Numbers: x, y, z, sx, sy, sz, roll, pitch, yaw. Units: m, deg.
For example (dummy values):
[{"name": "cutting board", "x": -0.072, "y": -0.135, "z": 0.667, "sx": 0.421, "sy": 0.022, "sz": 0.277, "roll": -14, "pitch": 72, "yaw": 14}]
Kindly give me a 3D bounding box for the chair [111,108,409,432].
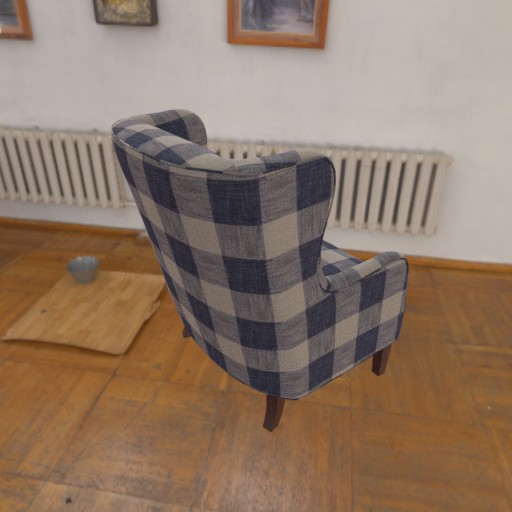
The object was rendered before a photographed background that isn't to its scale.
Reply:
[{"name": "chair", "x": 0.000, "y": 0.000, "z": 1.729, "sx": 0.889, "sy": 1.041, "sz": 0.830, "roll": -18, "pitch": 33, "yaw": -31}]
